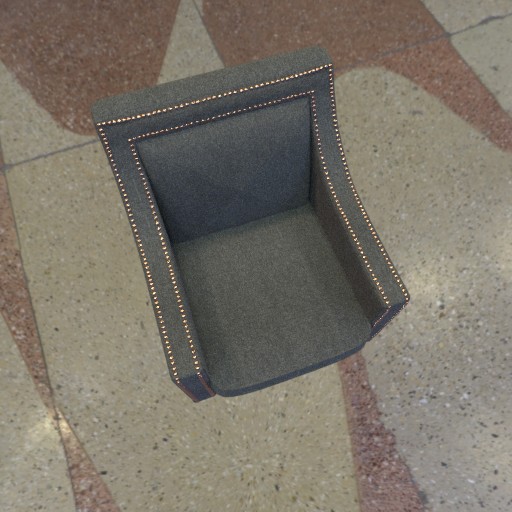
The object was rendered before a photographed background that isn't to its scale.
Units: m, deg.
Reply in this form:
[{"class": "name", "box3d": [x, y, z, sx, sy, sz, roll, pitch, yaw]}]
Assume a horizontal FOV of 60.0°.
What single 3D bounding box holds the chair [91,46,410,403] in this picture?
[{"class": "chair", "box3d": [0.000, 0.000, 1.630, 0.776, 0.967, 0.884, -17, 66, -8]}]
